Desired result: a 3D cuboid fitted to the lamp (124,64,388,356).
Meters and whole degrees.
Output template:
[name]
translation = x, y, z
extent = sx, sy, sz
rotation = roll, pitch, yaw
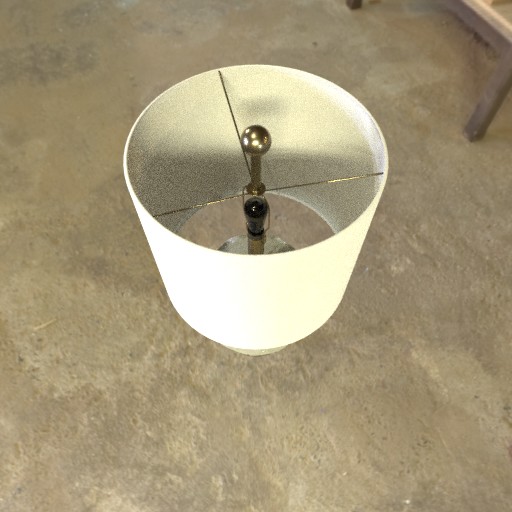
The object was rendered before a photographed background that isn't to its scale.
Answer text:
[lamp]
translation = 0.000, 0.000, 0.603
extent = 0.254, 0.452, 0.254
rotation = 0, 59, 0
